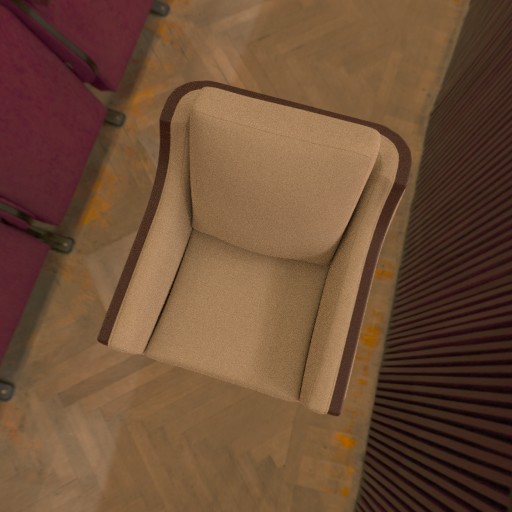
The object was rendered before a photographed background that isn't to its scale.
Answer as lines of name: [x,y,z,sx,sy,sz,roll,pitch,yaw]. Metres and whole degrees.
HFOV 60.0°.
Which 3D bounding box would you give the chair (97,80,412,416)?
chair: [0.000,0.000,1.672,0.870,0.930,0.950,16,76,4]
